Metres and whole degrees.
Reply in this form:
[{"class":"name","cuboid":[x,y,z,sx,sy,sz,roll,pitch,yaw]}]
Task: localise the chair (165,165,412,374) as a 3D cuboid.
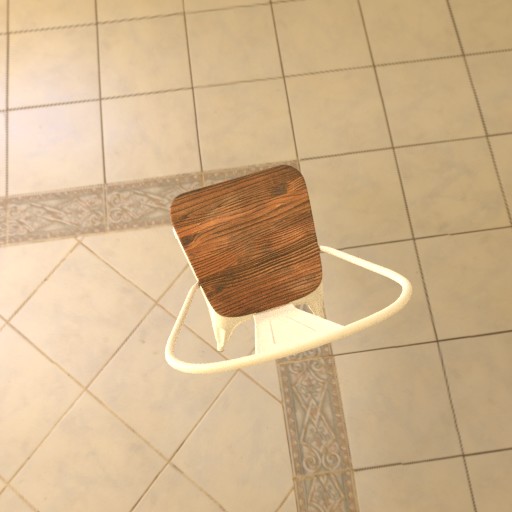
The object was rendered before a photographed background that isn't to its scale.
[{"class":"chair","cuboid":[0.000,0.000,1.138,0.452,0.851,0.521,-17,77,-4]}]
